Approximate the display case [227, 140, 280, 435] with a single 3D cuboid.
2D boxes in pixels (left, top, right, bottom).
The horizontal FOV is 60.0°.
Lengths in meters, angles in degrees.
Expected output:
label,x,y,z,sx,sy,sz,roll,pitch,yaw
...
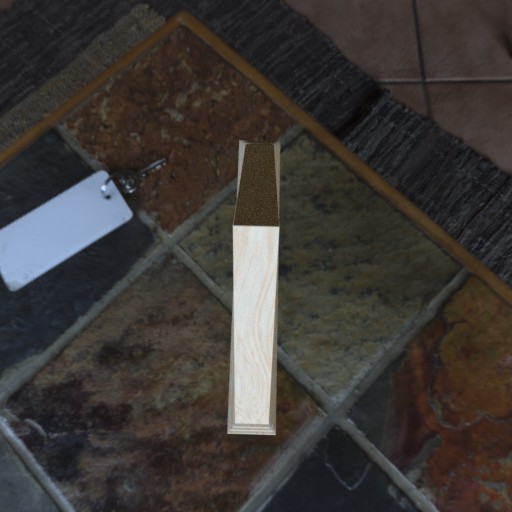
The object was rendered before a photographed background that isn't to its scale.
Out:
label,x,y,z,sx,sy,sz,roll,pitch,yaw
display case,0.000,0.000,0.793,0.095,0.340,0.640,2,76,0
